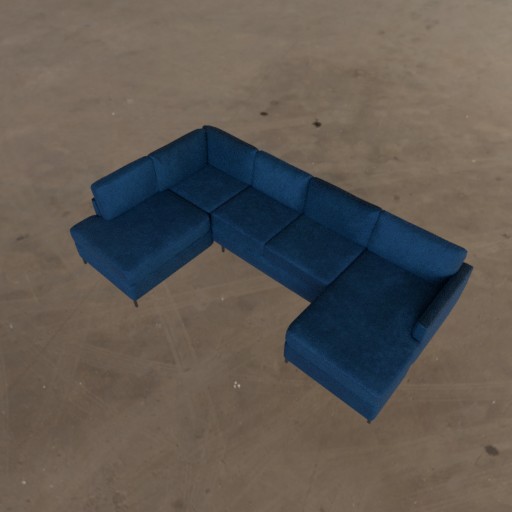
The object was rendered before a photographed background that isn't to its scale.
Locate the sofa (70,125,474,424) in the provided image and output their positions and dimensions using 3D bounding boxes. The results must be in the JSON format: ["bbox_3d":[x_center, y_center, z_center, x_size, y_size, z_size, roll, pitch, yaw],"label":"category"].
[{"bbox_3d":[0.000,0.000,4.364,3.434,0.992,2.055,32,54,28],"label":"sofa"}]
